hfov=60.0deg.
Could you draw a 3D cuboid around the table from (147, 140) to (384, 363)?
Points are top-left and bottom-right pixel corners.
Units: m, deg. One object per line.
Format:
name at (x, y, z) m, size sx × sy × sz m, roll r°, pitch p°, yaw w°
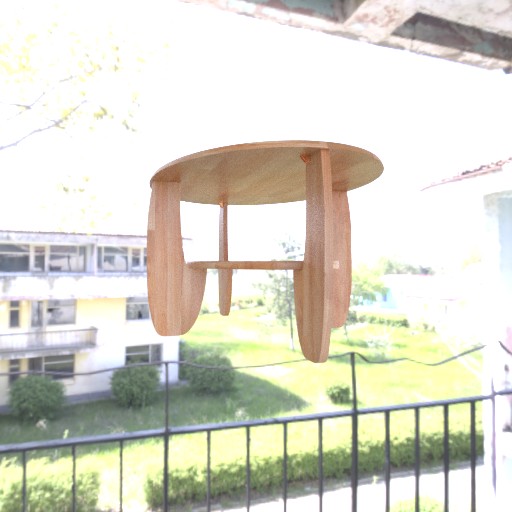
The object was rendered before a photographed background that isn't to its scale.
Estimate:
table at (0.000, 0.000, 1.441) m, size 0.690 × 0.490 × 1.040 m, roll 0°, pitch -1°, yaw -17°
